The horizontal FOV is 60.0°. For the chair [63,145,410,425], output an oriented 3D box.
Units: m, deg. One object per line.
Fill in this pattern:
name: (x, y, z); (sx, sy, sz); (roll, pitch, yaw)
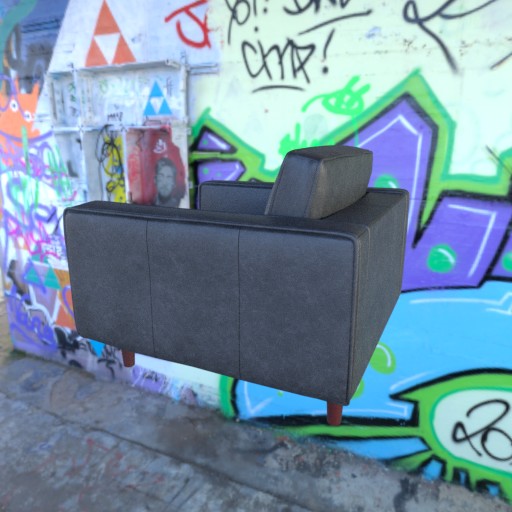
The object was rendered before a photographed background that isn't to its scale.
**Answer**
chair: (0.000, 0.000, 1.567); (0.914, 0.763, 0.889); (7, 17, 24)
